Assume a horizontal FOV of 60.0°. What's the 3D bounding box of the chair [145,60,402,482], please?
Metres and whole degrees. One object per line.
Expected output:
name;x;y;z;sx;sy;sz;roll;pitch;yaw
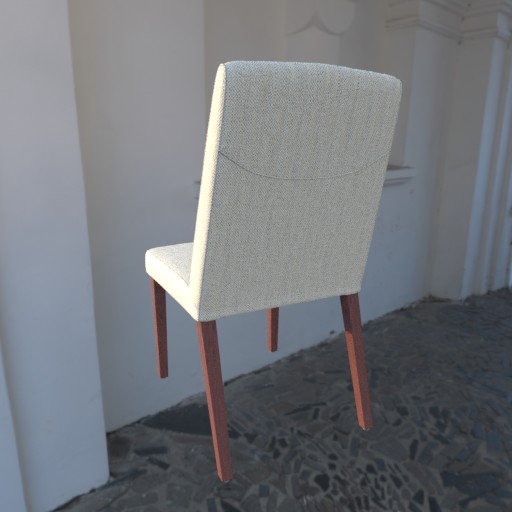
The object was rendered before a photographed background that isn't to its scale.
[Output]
chair;0.000;0.000;1.215;0.480;0.900;0.594;-7;16;-26
